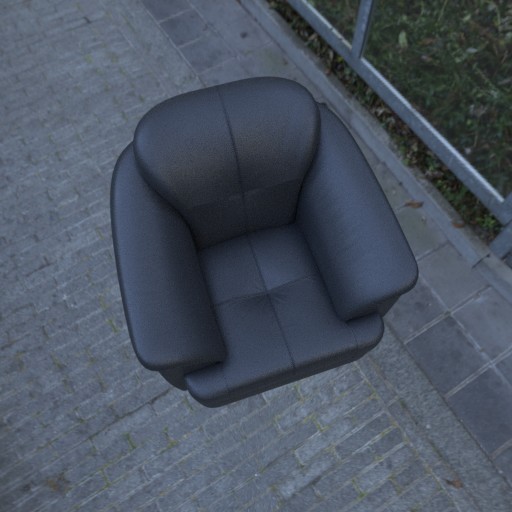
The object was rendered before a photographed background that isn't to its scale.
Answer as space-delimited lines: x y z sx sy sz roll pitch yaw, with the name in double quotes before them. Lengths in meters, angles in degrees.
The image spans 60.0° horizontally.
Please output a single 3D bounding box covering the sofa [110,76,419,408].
"sofa" 0.000 0.000 1.502 0.870 0.811 0.794 -16 65 -8
